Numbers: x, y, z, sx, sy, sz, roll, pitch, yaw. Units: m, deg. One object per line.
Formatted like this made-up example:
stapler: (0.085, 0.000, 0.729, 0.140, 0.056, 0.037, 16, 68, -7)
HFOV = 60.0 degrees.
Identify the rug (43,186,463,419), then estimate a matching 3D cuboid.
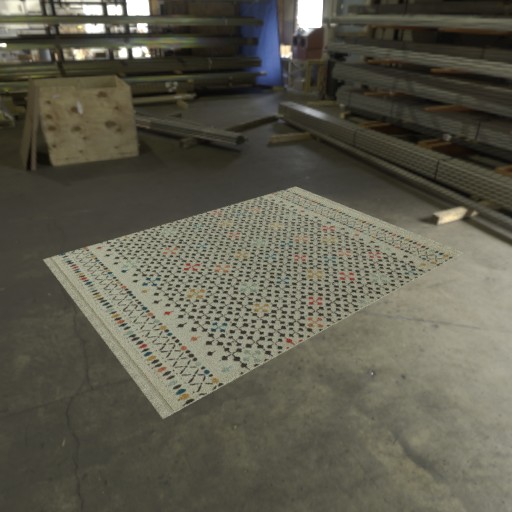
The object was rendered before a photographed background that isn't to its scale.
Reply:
rug: (0.000, 0.000, 4.182, 3.196, 0.007, 2.354, -21, 35, -33)
